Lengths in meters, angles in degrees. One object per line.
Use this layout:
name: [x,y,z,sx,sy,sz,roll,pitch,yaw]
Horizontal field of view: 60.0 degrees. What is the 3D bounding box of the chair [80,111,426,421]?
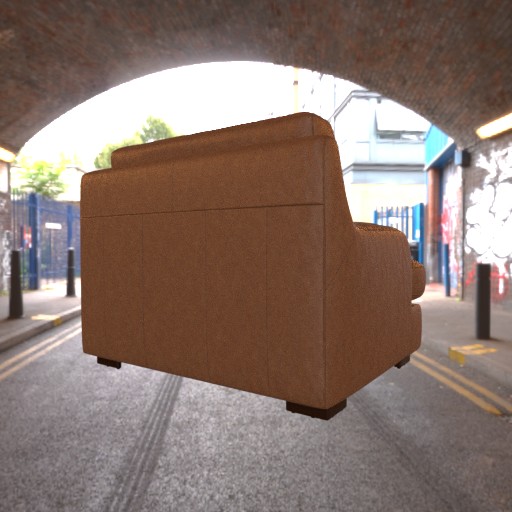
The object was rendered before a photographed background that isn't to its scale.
chair: [0.000,0.000,2.008,1.276,0.978,1.050,1,2,35]
